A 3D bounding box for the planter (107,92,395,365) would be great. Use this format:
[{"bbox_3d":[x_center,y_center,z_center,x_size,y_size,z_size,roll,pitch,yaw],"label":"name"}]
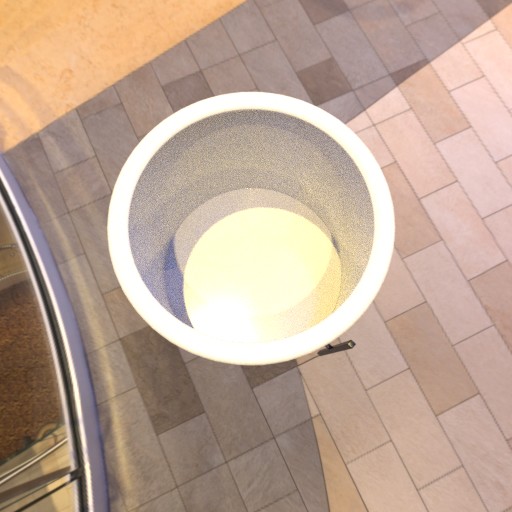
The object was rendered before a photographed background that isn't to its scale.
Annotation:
[{"bbox_3d":[0.000,0.000,0.737,0.360,0.480,0.361,18,76,5],"label":"planter"}]
